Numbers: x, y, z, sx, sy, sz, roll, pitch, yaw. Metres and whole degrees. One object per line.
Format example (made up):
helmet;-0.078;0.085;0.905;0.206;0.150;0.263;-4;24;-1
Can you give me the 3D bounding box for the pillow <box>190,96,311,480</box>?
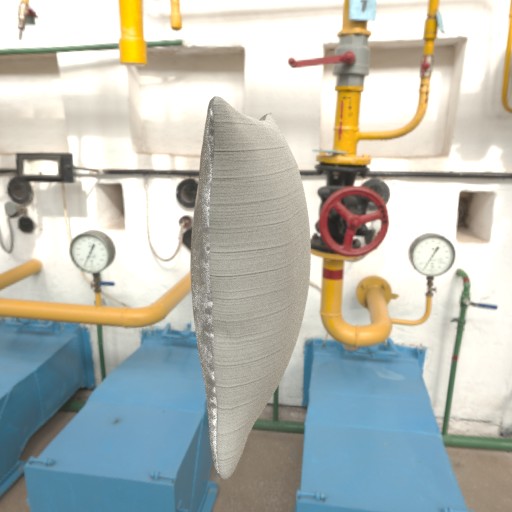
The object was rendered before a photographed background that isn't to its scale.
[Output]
pillow;0.000;0.000;0.720;0.175;0.464;0.470;3;15;10
